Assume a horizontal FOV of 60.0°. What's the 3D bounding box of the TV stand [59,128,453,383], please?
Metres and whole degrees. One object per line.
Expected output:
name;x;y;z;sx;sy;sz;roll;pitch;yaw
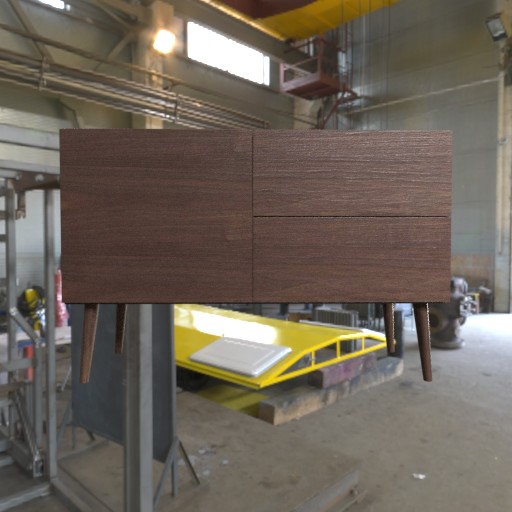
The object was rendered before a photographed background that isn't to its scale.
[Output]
TV stand;0.000;0.000;1.327;0.990;0.660;0.405;0;2;-1
